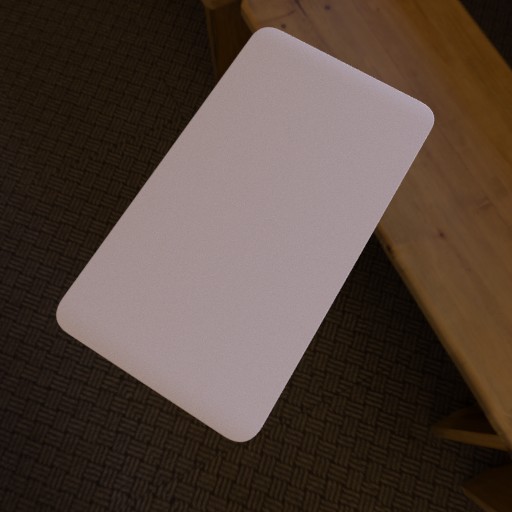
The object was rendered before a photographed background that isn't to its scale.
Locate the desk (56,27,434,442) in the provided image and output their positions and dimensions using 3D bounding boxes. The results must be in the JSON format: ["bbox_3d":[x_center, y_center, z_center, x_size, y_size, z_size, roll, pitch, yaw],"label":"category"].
[{"bbox_3d":[0.000,0.000,1.263,0.446,0.760,0.790,31,78,7],"label":"desk"}]
